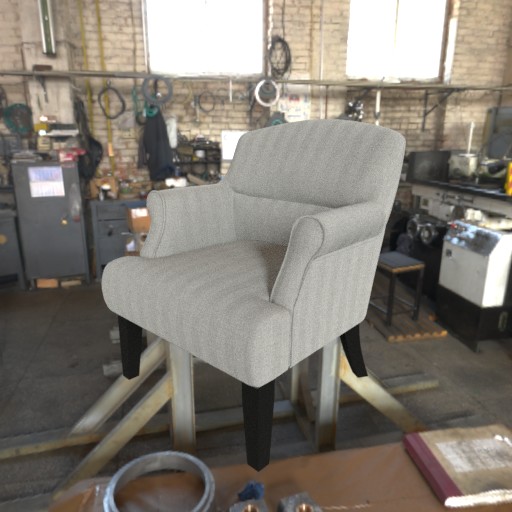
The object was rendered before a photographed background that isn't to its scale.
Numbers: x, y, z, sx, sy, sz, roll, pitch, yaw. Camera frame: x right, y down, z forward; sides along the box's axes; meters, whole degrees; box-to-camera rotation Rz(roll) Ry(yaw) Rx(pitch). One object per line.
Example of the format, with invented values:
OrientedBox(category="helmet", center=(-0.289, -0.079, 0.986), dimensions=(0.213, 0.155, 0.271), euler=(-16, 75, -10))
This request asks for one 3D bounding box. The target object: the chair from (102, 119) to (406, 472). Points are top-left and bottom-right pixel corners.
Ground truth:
OrientedBox(category="chair", center=(0.000, 0.000, 1.469), dimensions=(0.772, 0.880, 0.755), euler=(15, 22, 42))
